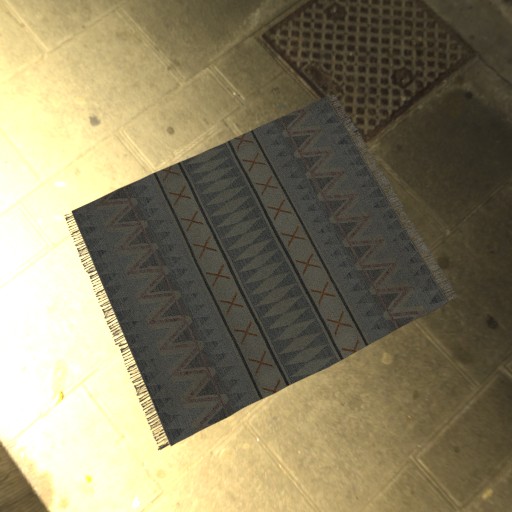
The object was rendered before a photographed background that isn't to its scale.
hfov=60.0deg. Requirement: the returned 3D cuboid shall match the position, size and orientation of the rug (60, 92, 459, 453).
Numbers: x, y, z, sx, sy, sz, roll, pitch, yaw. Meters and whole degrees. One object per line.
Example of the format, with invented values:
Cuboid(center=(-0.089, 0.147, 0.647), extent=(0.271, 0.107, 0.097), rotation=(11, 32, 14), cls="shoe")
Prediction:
Cuboid(center=(0.000, 0.000, 4.132), extent=(3.000, 0.012, 2.371), rotation=(-26, 78, -6), cls="rug")
